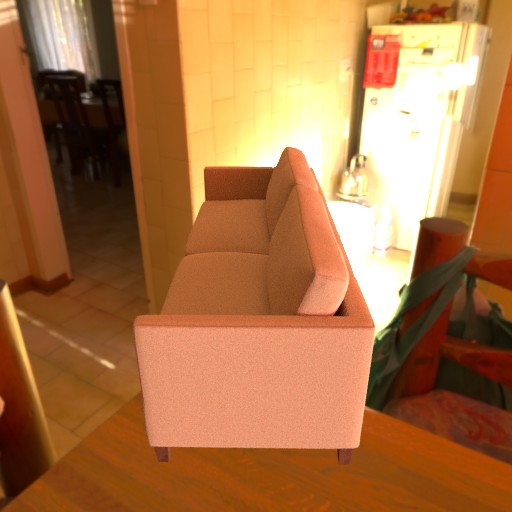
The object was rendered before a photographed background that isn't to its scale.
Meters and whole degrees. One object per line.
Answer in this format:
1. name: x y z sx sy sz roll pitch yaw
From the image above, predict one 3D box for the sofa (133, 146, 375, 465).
1. sofa: 0.000 0.000 2.810 0.951 0.968 2.361 0 26 1
